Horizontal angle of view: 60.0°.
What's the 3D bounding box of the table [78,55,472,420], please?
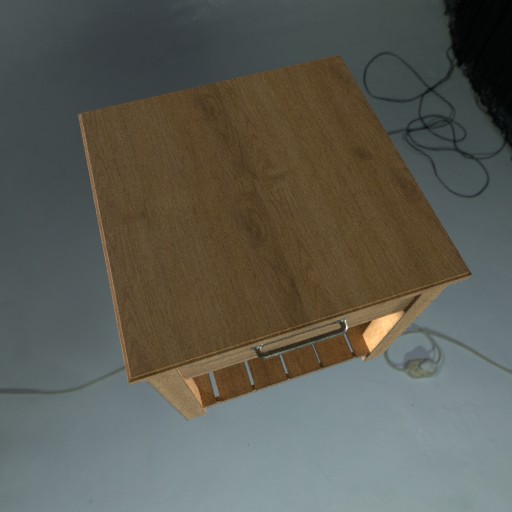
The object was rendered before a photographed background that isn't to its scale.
[{"bbox_3d":[0.000,0.000,1.133,0.616,0.593,0.612,-16,64,-8],"label":"table"}]
